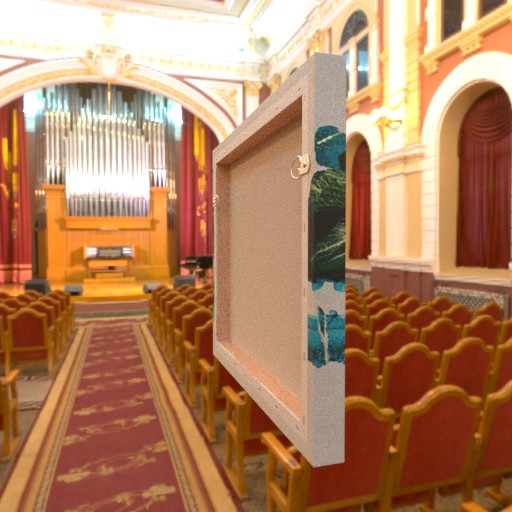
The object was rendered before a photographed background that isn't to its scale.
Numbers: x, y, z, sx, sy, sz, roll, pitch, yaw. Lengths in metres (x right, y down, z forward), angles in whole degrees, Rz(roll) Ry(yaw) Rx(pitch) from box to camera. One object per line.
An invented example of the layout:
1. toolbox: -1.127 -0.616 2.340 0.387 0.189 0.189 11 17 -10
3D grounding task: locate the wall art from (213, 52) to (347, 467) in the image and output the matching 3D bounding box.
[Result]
1. wall art: 0.000 0.000 0.709 0.041 0.435 0.507 0 2 -18
